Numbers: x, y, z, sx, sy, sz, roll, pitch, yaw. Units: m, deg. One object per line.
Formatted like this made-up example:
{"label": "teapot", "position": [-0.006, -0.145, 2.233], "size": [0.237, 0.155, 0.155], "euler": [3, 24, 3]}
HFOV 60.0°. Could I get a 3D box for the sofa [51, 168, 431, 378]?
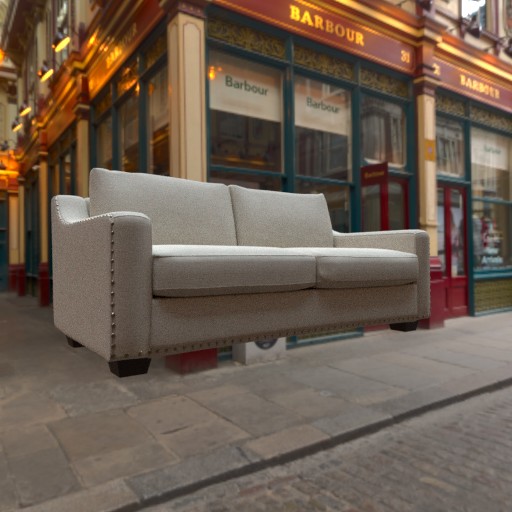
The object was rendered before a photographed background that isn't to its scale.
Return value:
{"label": "sofa", "position": [0.000, 0.000, 2.709], "size": [2.107, 0.983, 1.104], "euler": [0, 0, -36]}
